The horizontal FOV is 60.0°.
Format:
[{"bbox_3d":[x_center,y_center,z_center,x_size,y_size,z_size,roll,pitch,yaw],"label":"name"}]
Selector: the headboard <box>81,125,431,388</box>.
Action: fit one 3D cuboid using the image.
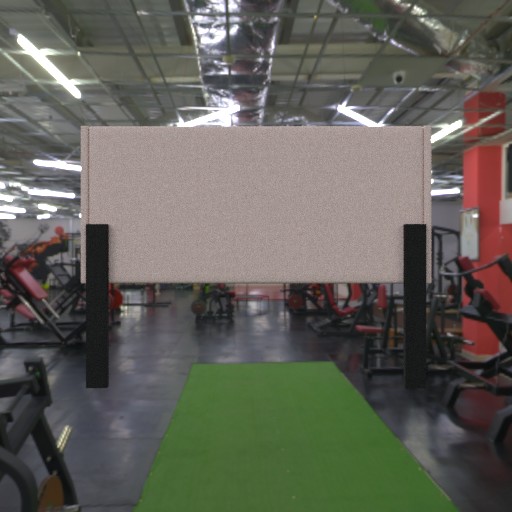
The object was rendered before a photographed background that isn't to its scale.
[{"bbox_3d":[0.000,0.000,2.643,2.051,1.524,0.184,0,0,0],"label":"headboard"}]
